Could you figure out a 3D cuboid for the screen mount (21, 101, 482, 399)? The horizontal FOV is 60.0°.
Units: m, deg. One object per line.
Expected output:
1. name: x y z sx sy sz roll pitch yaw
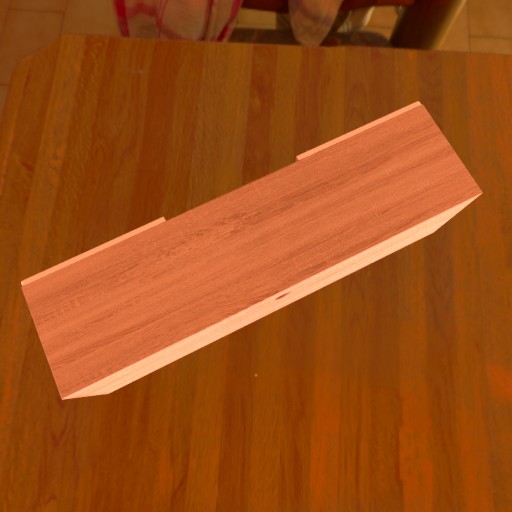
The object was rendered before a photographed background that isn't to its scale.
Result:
1. screen mount: 0.000 0.000 1.733 1.500 0.570 0.420 -26 76 -7
